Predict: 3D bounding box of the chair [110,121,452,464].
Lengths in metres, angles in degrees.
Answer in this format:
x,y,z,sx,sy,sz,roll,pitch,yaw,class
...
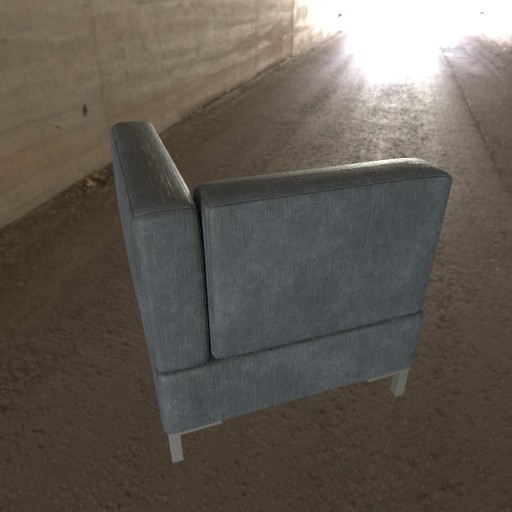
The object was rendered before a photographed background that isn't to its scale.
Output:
x,y,z,sx,sy,sz,roll,pitch,yaw,class
0.000,0.000,1.233,0.680,0.660,0.680,-10,32,-16,chair
